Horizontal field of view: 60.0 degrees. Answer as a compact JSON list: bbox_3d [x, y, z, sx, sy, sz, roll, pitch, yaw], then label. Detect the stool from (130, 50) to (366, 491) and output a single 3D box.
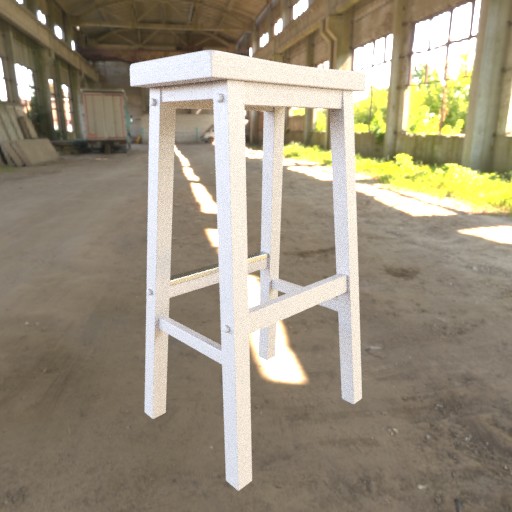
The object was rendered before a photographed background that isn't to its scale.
[{"bbox_3d":[0.000,0.000,0.945,0.406,0.742,0.322,-16,23,-42],"label":"stool"}]
